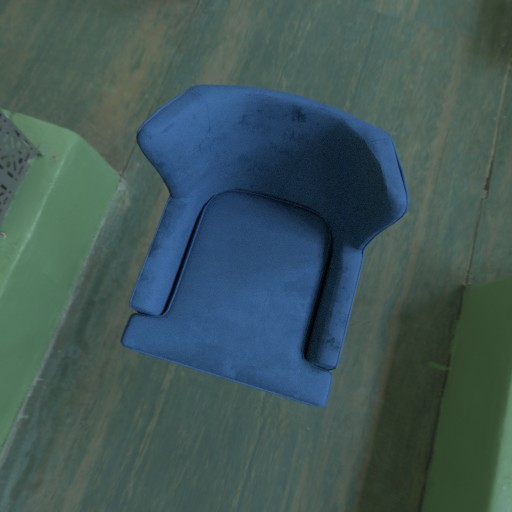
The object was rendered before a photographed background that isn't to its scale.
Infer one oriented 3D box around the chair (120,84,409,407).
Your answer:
[{"bbox_3d":[0.000,0.000,1.650,0.793,0.952,0.910,16,75,4],"label":"chair"}]
